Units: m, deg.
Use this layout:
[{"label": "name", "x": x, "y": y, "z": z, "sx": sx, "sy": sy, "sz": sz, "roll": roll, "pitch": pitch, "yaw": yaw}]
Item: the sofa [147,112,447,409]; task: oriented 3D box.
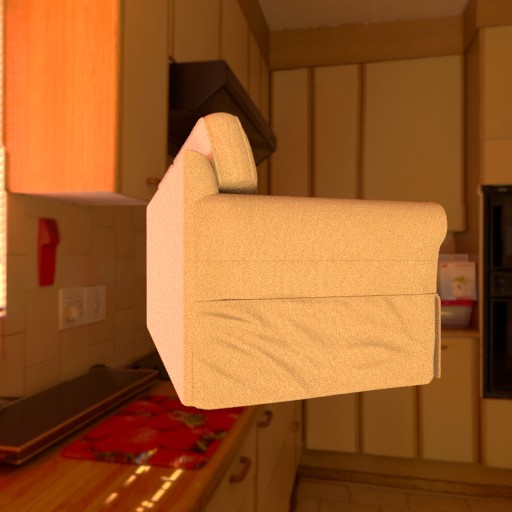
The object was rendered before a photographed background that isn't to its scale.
[{"label": "sofa", "x": 0.000, "y": 0.000, "z": 2.279, "sx": 0.991, "sy": 0.940, "sz": 1.727, "roll": 0, "pitch": 0, "yaw": -18}]
